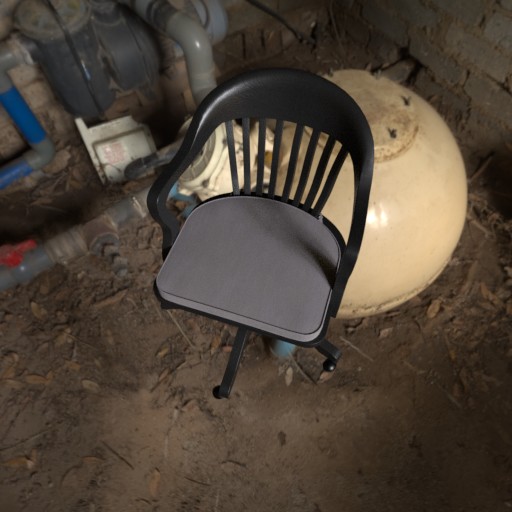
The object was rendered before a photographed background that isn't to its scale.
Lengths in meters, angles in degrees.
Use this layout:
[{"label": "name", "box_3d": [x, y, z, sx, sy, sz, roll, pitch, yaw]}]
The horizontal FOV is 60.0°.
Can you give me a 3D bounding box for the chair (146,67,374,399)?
[{"label": "chair", "box_3d": [0.000, 0.000, 1.476, 0.750, 0.878, 0.788, 16, 60, 9]}]
